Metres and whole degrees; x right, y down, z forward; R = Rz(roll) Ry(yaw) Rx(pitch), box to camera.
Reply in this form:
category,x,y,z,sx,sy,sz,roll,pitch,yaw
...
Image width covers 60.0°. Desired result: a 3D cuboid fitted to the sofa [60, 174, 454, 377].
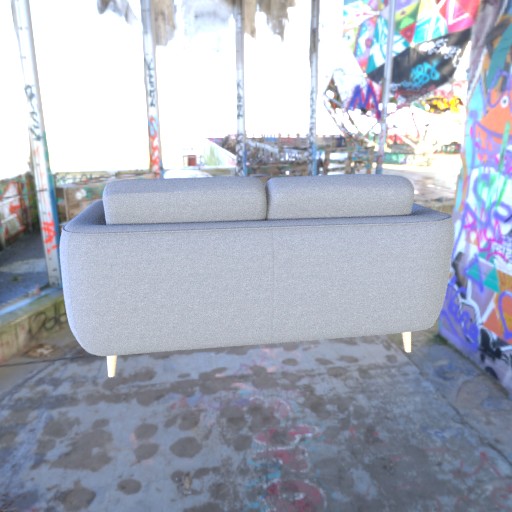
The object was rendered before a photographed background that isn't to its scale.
category,x,y,z,sx,sy,sz,roll,pitch,yaw
sofa,0.000,0.000,2.223,1.700,0.850,0.920,-3,16,-9
